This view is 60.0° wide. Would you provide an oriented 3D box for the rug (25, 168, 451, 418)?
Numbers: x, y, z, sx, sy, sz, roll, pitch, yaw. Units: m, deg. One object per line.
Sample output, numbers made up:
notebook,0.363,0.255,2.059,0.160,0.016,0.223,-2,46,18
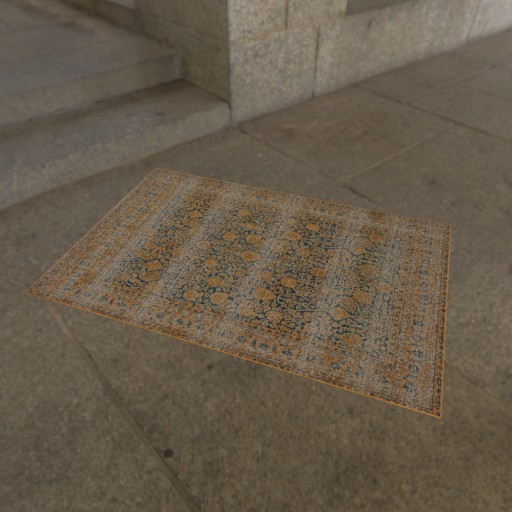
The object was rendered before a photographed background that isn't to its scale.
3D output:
rug,0.000,0.000,2.848,2.336,0.007,1.525,13,43,15
